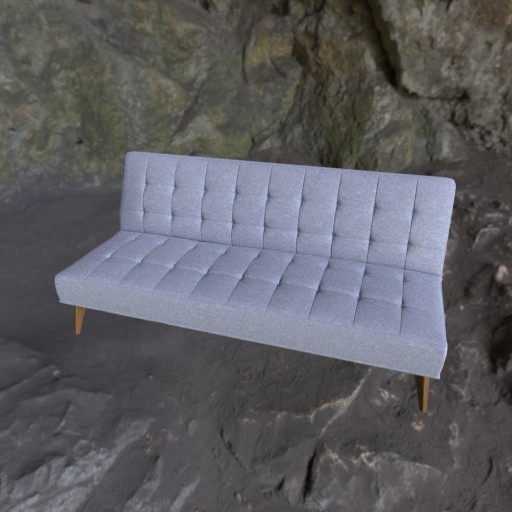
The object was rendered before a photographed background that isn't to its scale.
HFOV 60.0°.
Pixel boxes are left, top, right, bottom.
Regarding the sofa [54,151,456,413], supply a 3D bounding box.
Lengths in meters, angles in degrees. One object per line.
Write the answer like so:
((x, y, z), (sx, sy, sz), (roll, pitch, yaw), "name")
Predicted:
((0.000, 0.000, 2.240), (1.800, 0.810, 0.860), (8, 28, 16), "sofa")
